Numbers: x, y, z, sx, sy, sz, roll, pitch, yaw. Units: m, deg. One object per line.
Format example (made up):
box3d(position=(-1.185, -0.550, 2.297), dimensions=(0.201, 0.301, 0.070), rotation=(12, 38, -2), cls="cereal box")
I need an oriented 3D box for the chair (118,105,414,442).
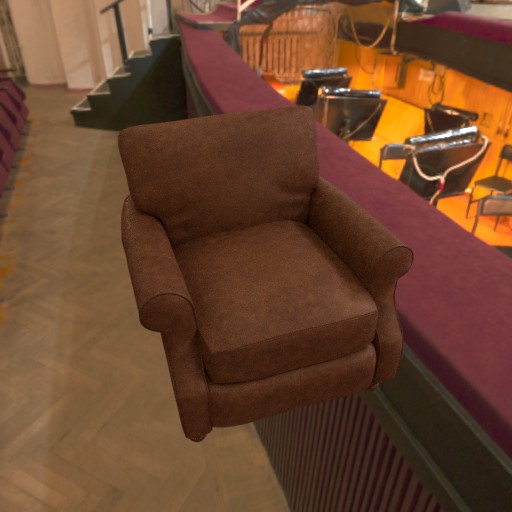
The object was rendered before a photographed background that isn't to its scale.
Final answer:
box3d(position=(0.000, 0.000, 1.780), dimensions=(0.996, 0.976, 1.002), rotation=(-11, 34, -16), cls="chair")
